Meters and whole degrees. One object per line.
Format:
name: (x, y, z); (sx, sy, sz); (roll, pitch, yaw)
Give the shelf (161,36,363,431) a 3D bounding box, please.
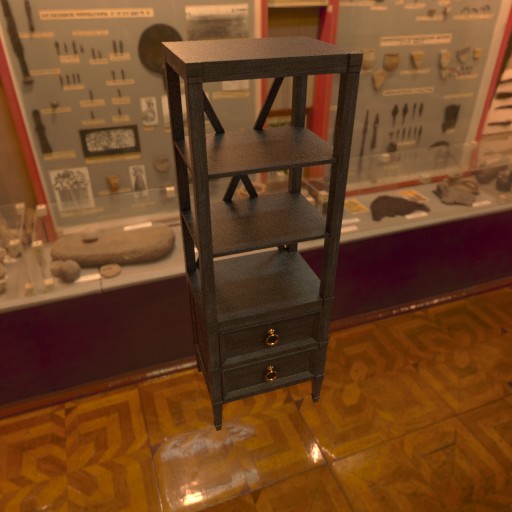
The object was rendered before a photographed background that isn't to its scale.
shelf: (0.000, 0.000, 2.011); (0.584, 1.727, 0.472); (-10, 34, -16)
